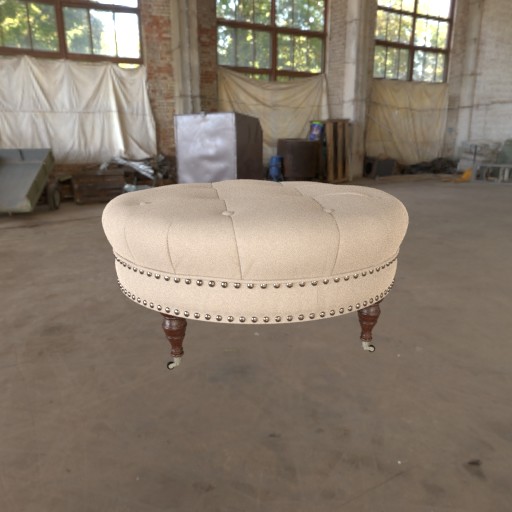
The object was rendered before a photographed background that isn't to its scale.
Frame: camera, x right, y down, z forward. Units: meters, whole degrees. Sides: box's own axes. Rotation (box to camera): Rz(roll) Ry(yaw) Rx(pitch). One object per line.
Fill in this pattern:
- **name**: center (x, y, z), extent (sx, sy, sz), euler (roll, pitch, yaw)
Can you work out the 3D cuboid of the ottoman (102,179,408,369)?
- **ottoman**: center (0.000, 0.000, 1.405), extent (0.901, 0.439, 0.901), euler (0, 15, 0)
